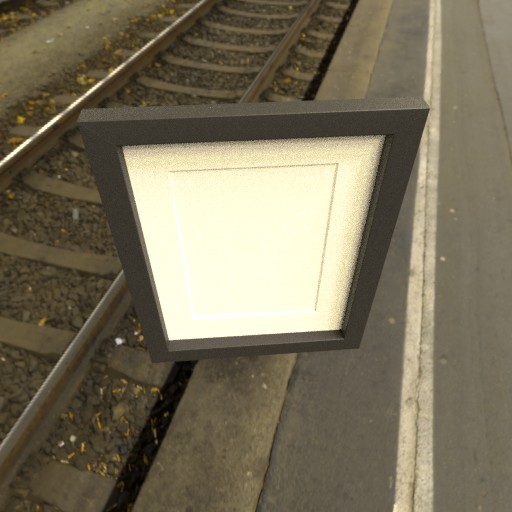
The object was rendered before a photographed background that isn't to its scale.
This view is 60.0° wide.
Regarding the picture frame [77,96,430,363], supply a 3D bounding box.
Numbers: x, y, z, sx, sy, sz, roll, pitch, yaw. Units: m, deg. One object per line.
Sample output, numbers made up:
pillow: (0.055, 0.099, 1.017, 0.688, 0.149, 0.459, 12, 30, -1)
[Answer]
picture frame: (0.000, 0.000, 0.531, 0.307, 0.383, 0.036, -3, 45, -3)
